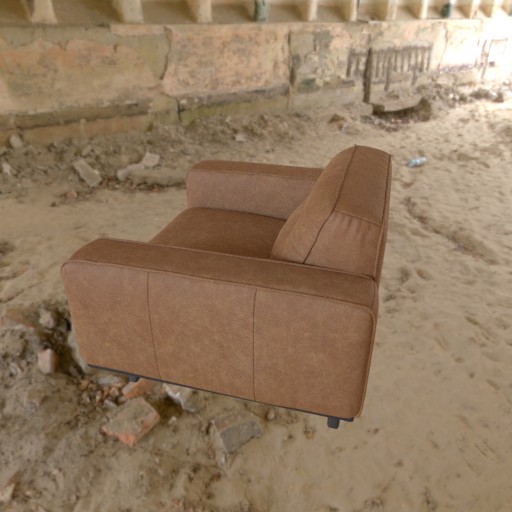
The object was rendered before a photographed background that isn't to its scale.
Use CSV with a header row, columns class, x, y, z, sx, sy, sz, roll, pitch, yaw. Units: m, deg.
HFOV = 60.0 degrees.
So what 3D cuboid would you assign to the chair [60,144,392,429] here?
class,x,y,z,sx,sy,sz,roll,pitch,yaw
chair,0.000,0.000,1.750,0.952,0.782,1.118,8,30,14
